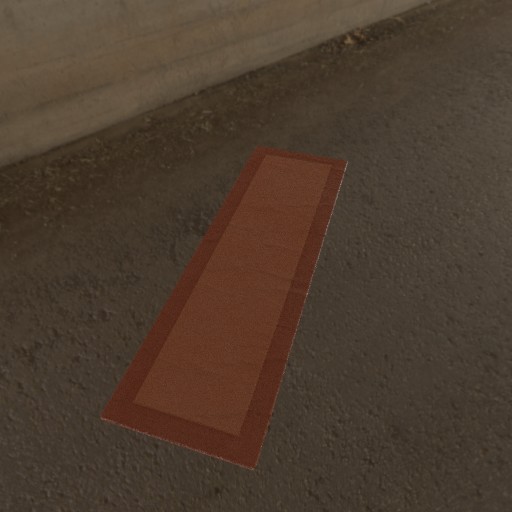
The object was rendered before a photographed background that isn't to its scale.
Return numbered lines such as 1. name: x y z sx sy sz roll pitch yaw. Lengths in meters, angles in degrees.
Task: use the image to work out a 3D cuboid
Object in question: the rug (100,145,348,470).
1. rug: 0.000 0.000 2.778 0.914 0.013 2.471 10 47 10
